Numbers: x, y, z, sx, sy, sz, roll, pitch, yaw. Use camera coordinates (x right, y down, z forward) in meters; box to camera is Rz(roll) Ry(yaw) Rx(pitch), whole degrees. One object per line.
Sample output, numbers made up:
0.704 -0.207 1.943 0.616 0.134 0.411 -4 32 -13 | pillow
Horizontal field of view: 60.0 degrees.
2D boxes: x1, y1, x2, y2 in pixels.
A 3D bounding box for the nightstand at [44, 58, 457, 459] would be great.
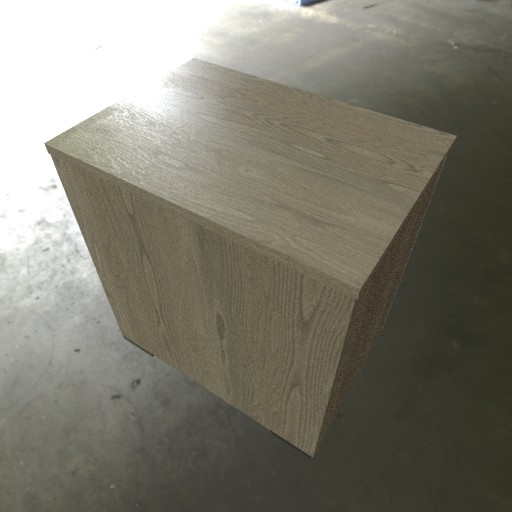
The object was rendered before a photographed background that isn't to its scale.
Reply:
0.000 0.000 0.751 0.442 0.461 0.325 26 52 22 | nightstand
